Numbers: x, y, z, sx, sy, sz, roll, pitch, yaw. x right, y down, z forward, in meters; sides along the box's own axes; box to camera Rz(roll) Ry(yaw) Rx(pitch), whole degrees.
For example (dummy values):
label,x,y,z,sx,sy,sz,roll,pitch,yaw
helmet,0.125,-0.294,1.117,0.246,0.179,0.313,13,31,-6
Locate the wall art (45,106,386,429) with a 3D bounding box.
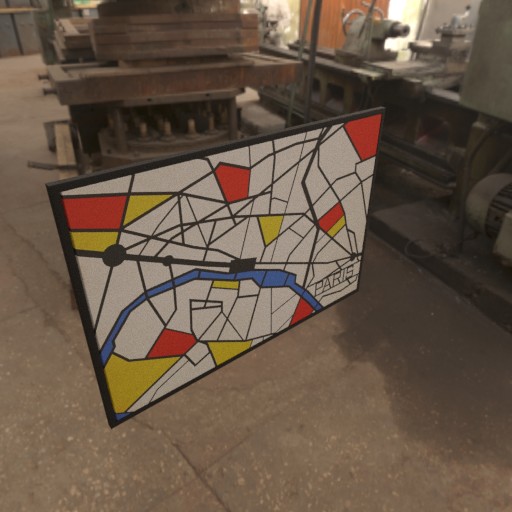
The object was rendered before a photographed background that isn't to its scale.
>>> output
label,x,y,z,sx,sy,sz,roll,pitch,yaw
wall art,0.000,0.000,0.846,0.664,0.458,0.013,-23,38,-32
